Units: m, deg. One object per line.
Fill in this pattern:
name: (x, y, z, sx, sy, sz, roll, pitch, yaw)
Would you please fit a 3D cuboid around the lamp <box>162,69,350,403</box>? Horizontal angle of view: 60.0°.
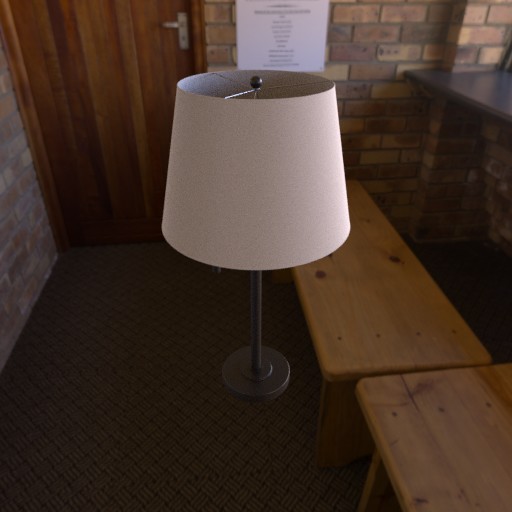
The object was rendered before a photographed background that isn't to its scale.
lamp: (0.000, 0.000, 0.912, 0.363, 0.696, 0.363, 0, 31, 0)
